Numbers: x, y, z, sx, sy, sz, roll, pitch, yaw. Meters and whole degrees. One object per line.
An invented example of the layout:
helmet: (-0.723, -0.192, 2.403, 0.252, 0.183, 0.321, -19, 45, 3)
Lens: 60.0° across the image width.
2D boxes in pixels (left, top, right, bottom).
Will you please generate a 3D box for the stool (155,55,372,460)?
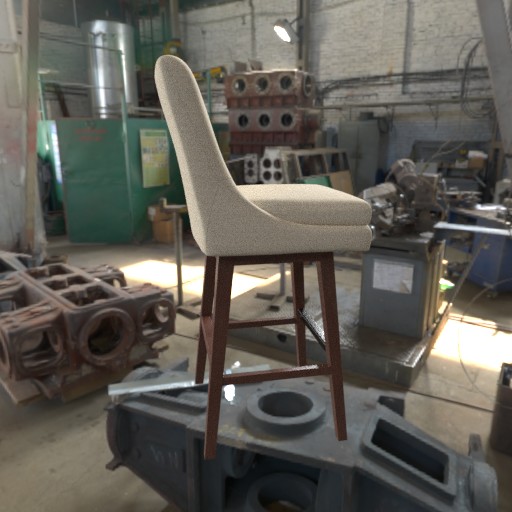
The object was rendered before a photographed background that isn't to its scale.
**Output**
stool: (0.000, 0.000, 1.389, 0.559, 1.093, 0.483, -3, 16, -11)
